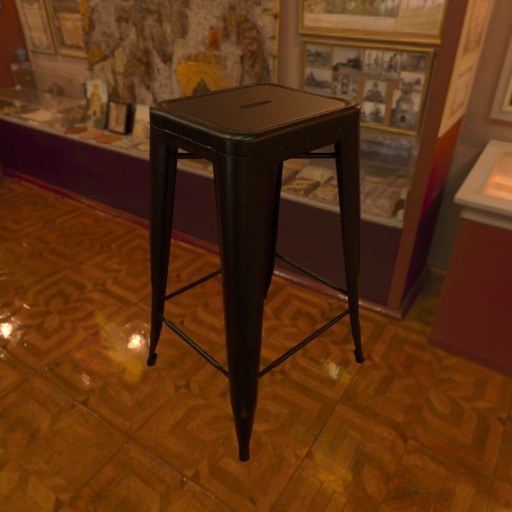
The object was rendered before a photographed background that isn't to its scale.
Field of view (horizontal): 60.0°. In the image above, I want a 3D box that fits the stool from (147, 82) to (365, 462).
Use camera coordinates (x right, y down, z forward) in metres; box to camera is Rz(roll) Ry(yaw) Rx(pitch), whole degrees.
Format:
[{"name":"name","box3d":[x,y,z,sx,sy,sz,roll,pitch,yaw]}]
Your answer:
[{"name":"stool","box3d":[0.000,0.000,0.906,0.423,0.609,0.455,21,38,29]}]
